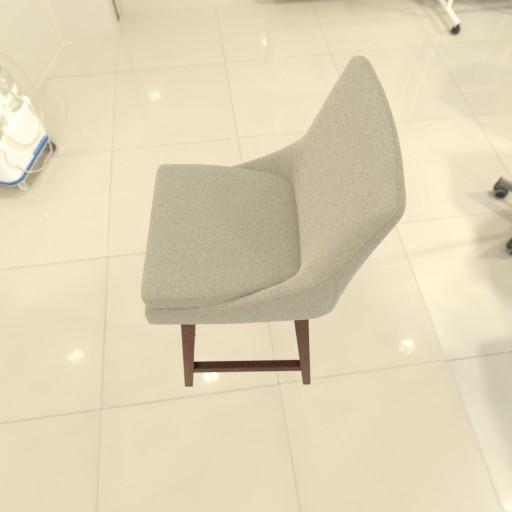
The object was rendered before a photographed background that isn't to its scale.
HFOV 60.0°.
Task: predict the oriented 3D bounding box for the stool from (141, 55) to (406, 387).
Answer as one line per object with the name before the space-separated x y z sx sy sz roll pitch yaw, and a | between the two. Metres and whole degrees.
stool | 0.000 0.000 1.280 0.559 0.991 0.469 -1 58 -1
